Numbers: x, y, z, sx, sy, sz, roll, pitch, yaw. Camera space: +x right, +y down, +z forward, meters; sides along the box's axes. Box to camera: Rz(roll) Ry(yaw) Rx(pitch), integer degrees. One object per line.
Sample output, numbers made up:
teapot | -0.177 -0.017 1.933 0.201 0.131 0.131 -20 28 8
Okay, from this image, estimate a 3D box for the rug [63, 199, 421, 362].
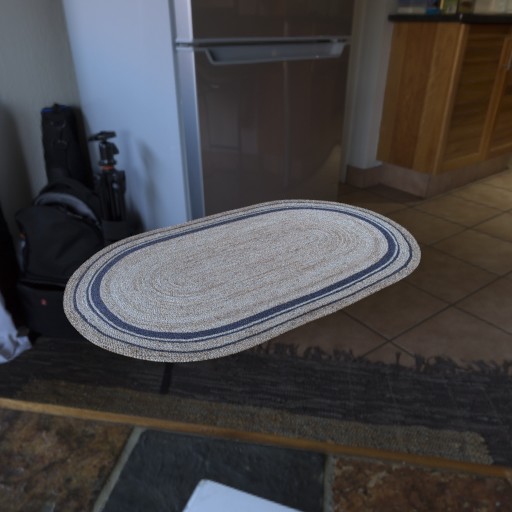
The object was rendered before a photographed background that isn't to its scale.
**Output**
rug | 0.000 0.000 2.964 2.432 0.006 1.520 -18 34 -30
